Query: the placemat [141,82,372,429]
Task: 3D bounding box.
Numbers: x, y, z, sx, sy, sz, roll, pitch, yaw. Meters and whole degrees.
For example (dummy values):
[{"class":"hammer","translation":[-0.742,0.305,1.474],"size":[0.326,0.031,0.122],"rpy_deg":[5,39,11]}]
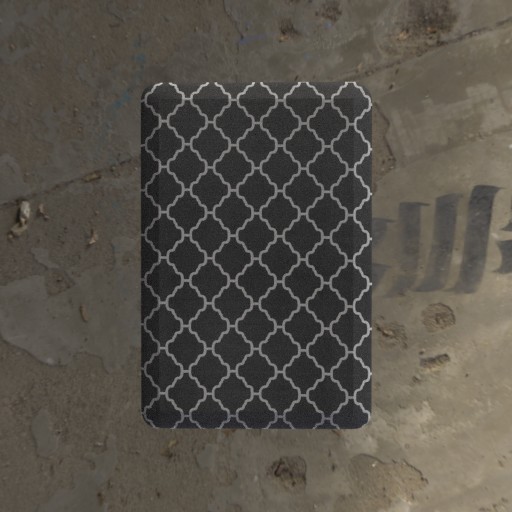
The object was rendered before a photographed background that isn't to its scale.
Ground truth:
[{"class":"placemat","translation":[0.000,0.000,0.969],"size":[0.508,0.021,0.762],"rpy_deg":[0,90,1]}]
